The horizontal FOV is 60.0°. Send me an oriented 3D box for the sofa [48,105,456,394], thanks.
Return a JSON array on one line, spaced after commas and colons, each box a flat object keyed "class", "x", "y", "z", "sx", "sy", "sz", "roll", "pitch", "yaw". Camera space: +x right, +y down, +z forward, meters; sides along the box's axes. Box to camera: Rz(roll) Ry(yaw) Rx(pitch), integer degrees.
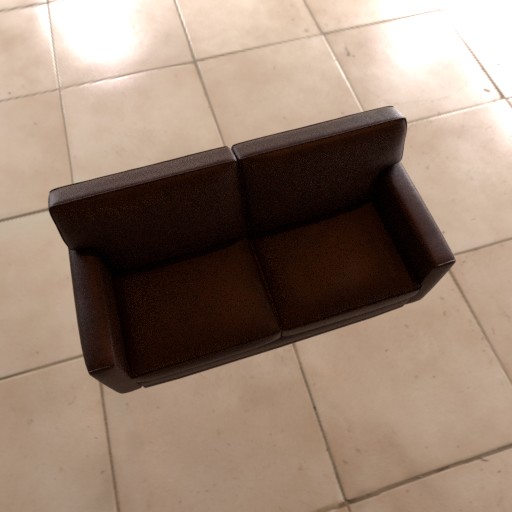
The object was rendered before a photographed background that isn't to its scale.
[{"class": "sofa", "x": 0.000, "y": 0.000, "z": 2.387, "sx": 1.876, "sy": 0.928, "sz": 0.912, "roll": -16, "pitch": 65, "yaw": -8}]
